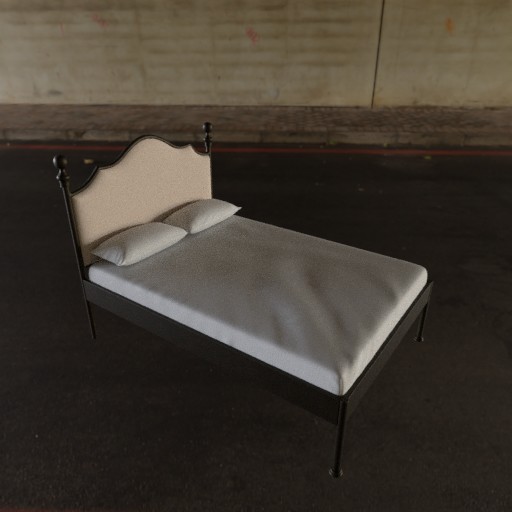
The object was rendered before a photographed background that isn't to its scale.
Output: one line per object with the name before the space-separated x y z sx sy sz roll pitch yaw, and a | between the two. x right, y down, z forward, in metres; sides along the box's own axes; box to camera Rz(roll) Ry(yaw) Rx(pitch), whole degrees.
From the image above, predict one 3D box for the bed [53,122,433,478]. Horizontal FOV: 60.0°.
bed | 0.000 0.000 3.168 2.170 1.462 1.533 18 32 31
